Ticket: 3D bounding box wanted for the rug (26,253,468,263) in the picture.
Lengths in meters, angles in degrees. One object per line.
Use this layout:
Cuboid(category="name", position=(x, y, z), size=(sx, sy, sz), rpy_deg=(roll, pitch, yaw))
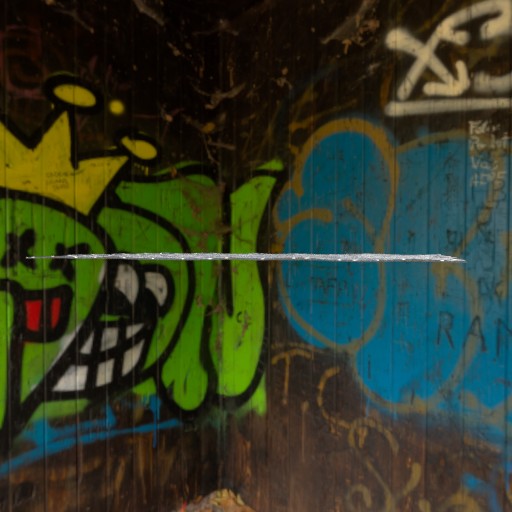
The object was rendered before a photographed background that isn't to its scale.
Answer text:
Cuboid(category="rug", position=(0.000, 0.000, 3.036), size=(2.448, 0.017, 1.529), rpy_deg=(0, 1, 18))
